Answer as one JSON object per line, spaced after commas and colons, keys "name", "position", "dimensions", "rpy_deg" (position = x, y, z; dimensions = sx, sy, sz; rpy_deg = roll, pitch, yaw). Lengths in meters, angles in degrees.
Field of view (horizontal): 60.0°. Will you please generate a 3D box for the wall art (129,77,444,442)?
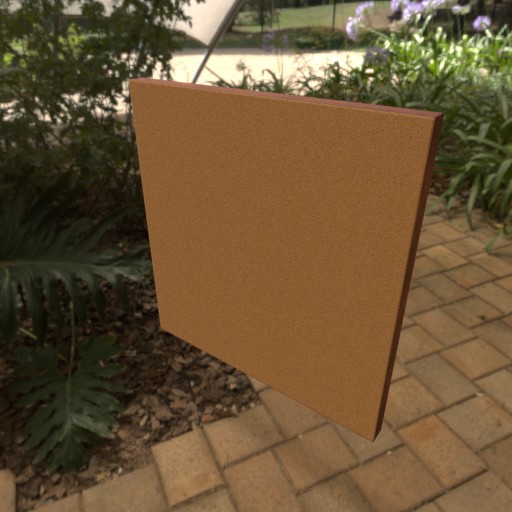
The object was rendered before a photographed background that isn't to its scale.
{"name": "wall art", "position": [0.000, 0.000, 0.819], "dimensions": [0.554, 0.572, 0.037], "rpy_deg": [20, 35, 31]}
